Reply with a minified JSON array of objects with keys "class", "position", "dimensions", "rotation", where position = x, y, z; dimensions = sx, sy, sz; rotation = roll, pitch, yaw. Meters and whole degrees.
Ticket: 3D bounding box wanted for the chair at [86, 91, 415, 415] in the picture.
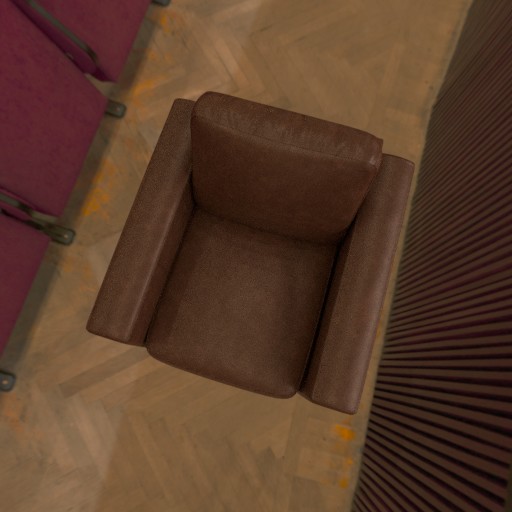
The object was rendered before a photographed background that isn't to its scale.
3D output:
[{"class":"chair","position":[0.000,0.000,1.761],"dimensions":[1.005,0.873,1.016],"rotation":[16,77,4]}]
